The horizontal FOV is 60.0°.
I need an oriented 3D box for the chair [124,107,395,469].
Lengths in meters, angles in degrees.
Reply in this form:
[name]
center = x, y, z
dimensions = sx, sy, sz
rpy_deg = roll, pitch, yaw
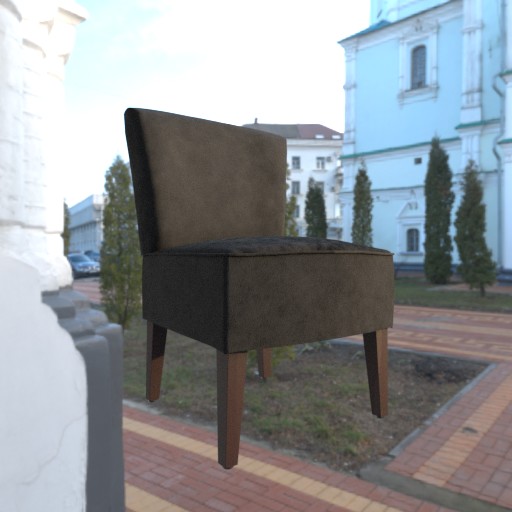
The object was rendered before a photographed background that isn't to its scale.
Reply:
[chair]
center = 0.000, 0.000, 1.150
dimensions = 0.521, 0.806, 0.554
rpy_deg = 0, 1, -36
